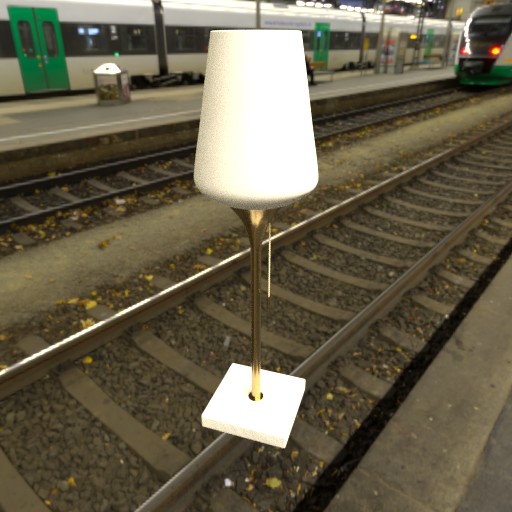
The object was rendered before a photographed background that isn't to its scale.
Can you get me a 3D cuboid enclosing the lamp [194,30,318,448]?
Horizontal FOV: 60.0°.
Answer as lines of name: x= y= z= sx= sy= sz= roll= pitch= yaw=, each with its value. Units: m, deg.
lamp: x=0.000 y=0.000 z=0.706 sx=0.181 sy=0.639 sz=0.181 roll=8 pitch=27 yaw=17
